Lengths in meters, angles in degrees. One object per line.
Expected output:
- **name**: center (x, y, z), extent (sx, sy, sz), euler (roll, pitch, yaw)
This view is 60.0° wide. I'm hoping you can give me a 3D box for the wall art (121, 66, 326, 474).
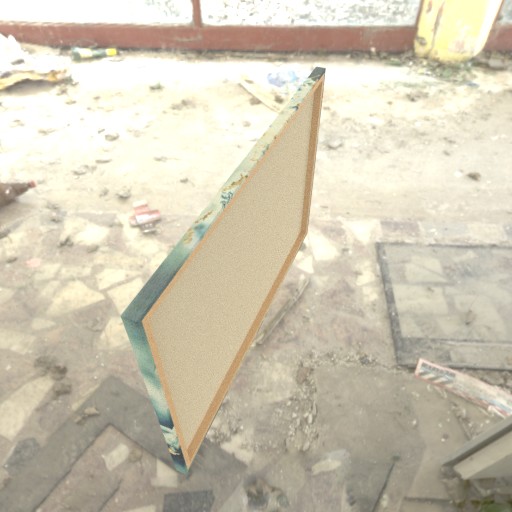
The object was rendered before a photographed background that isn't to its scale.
- **wall art**: center (0.000, 0.000, 1.408), extent (0.035, 0.759, 1.138), euler (17, 48, 16)
